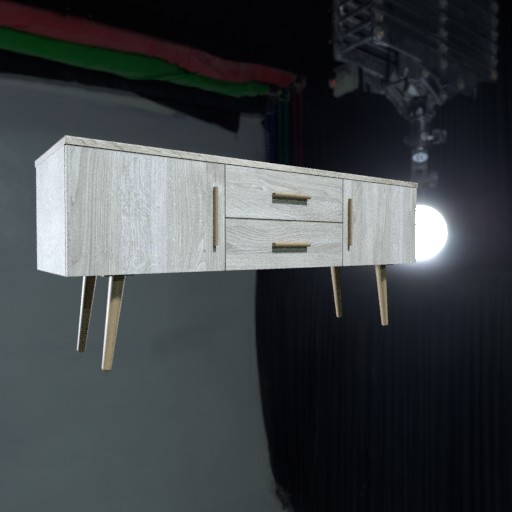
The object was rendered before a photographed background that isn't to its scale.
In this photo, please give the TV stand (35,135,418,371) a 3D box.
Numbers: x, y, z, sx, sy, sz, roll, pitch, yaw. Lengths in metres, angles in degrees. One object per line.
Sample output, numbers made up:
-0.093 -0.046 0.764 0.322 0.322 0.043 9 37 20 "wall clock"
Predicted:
0.000 0.000 1.528 1.313 0.565 0.401 -1 2 -36 "TV stand"
